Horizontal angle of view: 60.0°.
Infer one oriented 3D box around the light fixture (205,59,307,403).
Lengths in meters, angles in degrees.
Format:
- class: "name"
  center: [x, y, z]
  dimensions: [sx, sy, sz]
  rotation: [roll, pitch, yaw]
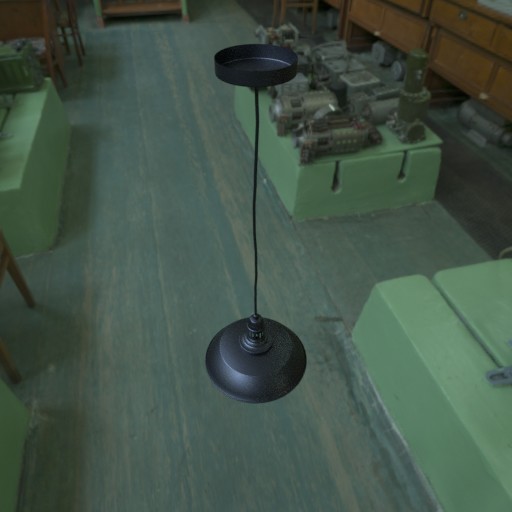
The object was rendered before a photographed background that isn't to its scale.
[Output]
- class: "light fixture"
  center: [0.000, 0.000, 1.156]
  dimensions: [0.331, 0.993, 0.331]
  rotation: [-11, 43, -12]
